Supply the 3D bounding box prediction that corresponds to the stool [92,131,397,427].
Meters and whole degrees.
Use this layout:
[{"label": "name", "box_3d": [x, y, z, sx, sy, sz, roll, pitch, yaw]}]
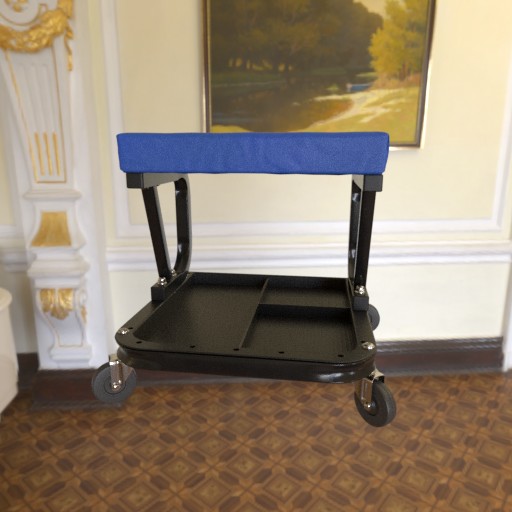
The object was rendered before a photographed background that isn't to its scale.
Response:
[{"label": "stool", "box_3d": [0.000, 0.000, 0.712, 0.446, 0.380, 0.371, 2, 14, 8]}]
